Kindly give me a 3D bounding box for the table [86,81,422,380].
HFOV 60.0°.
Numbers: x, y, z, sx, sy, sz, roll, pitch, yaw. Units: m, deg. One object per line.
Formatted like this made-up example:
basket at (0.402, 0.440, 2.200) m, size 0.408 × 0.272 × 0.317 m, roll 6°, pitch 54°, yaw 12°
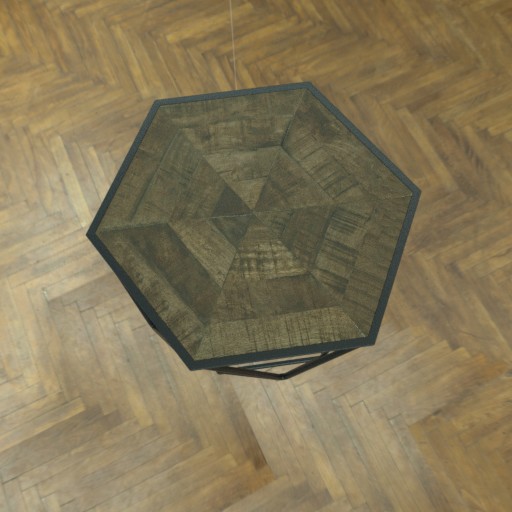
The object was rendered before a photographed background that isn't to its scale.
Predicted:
table at (0.000, 0.000, 1.049) m, size 0.579 × 0.564 × 0.578 m, roll 20°, pitch 75°, yaw 6°
